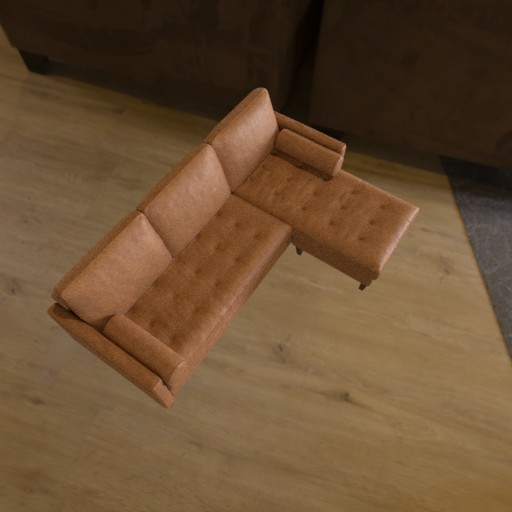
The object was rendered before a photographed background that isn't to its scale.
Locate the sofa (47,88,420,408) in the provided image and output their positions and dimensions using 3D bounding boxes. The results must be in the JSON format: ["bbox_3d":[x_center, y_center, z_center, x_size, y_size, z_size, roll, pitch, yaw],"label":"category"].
[{"bbox_3d":[0.000,0.000,2.969,1.506,0.876,2.178,30,64,17],"label":"sofa"}]
